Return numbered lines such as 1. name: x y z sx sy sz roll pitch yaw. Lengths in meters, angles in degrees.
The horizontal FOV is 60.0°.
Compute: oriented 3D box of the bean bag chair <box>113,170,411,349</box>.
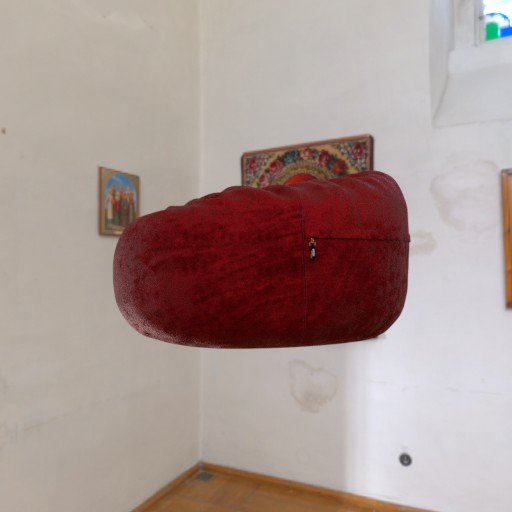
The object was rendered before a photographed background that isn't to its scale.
1. bean bag chair: 0.000 0.000 2.480 1.524 0.878 1.524 0 -1 -20
